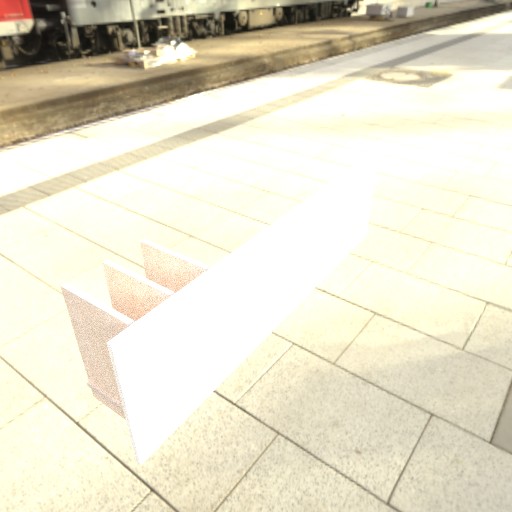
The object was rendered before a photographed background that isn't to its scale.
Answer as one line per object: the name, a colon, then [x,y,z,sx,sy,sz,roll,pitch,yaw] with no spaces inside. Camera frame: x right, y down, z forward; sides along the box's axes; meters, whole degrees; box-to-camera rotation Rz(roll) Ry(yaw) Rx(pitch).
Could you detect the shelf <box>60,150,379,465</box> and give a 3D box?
shelf: [0.000,0.000,1.130,0.200,0.300,1.020,21,38,29]
